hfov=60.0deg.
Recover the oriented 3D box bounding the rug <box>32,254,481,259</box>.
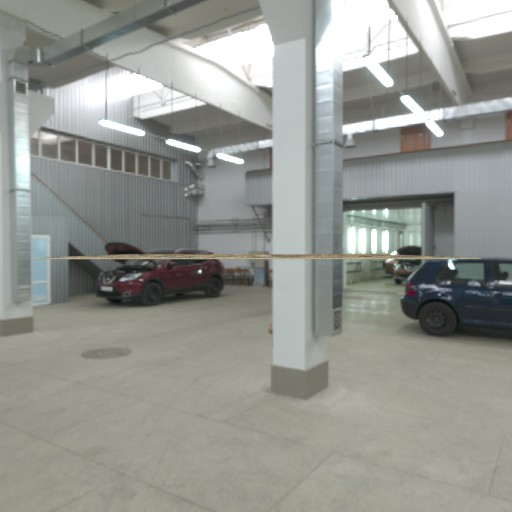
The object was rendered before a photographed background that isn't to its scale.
[{"bbox_3d":[0.000,0.000,4.099,2.977,0.008,2.380,0,1,-1],"label":"rug"}]
